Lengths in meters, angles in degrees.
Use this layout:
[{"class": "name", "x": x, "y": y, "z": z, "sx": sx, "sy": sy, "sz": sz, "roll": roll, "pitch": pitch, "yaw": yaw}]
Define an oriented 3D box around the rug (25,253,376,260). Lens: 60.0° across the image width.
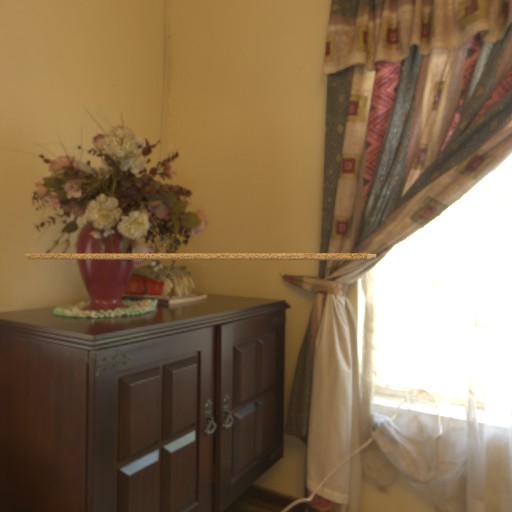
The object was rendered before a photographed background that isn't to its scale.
[{"class": "rug", "x": 0.000, "y": 0.000, "z": 2.923, "sx": 1.500, "sy": 0.025, "sz": 2.346, "roll": 0, "pitch": 0, "yaw": 16}]
